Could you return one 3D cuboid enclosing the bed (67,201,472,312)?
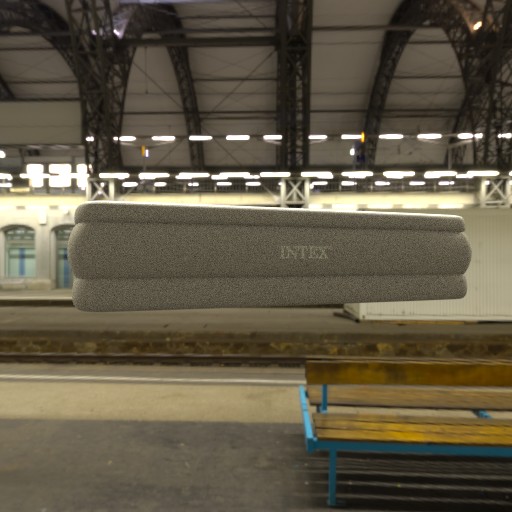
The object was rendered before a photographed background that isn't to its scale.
[{"bbox_3d":[0.000,0.000,2.676,2.036,0.460,1.520,0,-1,-19],"label":"bed"}]
